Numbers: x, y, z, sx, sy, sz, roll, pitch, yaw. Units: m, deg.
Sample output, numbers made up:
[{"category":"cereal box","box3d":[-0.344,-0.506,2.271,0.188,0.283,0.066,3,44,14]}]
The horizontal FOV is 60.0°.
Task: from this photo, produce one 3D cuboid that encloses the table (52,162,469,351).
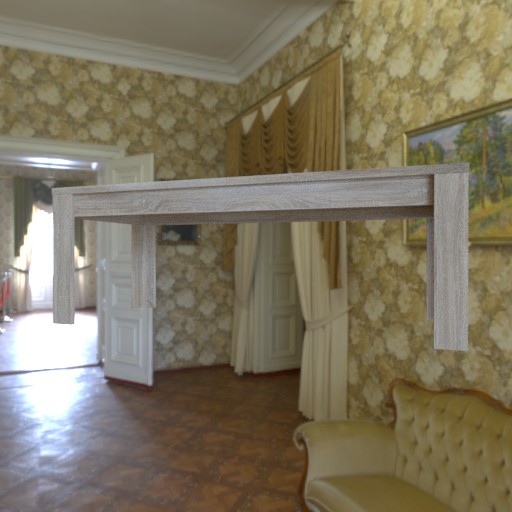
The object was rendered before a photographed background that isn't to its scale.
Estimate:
[{"category":"table","box3d":[0.000,0.000,2.641,2.200,0.790,0.900,0,0,19]}]
